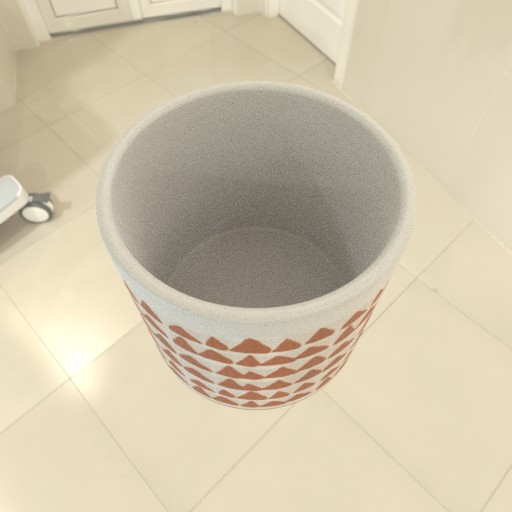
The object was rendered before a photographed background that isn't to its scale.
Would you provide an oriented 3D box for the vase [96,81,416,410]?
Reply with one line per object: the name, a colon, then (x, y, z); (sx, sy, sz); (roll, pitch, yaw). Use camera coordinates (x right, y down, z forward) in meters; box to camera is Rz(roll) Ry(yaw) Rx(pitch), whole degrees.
vase: (0.000, 0.000, 0.244); (0.137, 0.127, 0.137); (0, 57, 0)
